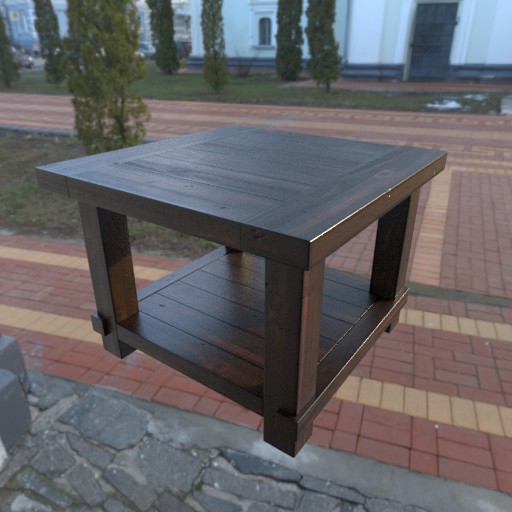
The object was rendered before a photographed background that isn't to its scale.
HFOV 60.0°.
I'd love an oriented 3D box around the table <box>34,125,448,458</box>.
[{"bbox_3d":[0.000,0.000,0.991,0.593,0.437,0.606,17,30,32],"label":"table"}]
